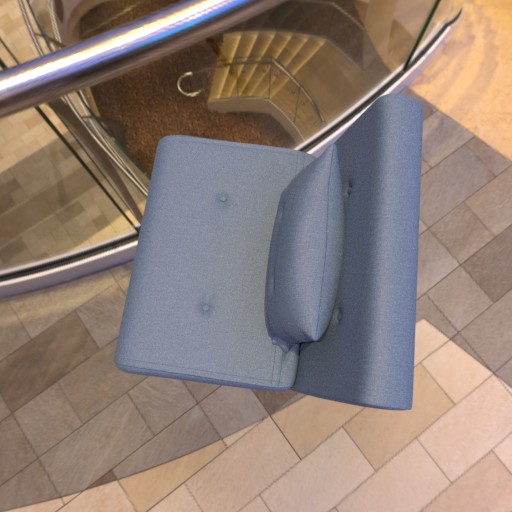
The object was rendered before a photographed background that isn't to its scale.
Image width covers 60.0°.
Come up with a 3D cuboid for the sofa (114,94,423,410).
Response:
[{"bbox_3d":[0.000,0.000,1.727,0.996,0.860,0.999,7,75,2],"label":"sofa"}]
